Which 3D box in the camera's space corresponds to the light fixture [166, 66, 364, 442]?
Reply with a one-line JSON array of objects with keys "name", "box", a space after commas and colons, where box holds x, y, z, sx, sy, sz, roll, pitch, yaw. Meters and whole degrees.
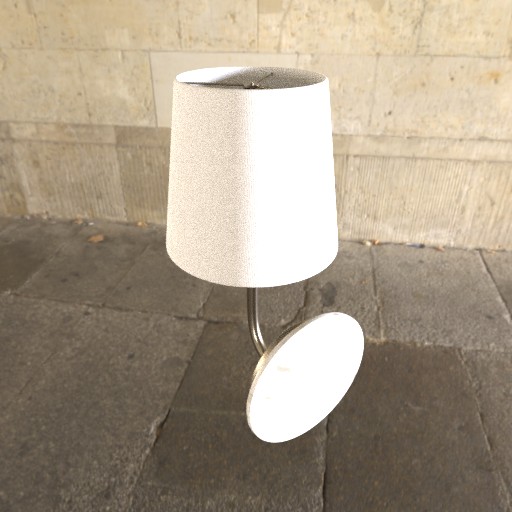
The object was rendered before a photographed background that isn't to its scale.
[{"name": "light fixture", "box": [0.000, 0.000, 0.447, 0.168, 0.337, 0.188, -19, 35, -30]}]
